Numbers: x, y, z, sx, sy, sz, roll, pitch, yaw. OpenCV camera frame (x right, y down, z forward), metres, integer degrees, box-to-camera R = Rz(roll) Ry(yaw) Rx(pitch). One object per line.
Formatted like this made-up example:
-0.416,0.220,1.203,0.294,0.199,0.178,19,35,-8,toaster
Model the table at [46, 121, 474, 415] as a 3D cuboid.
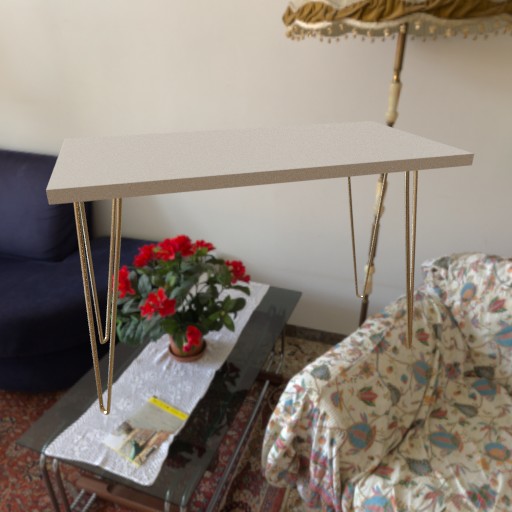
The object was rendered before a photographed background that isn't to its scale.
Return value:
0.000,0.000,1.334,0.991,0.660,0.498,-8,27,-15,table
